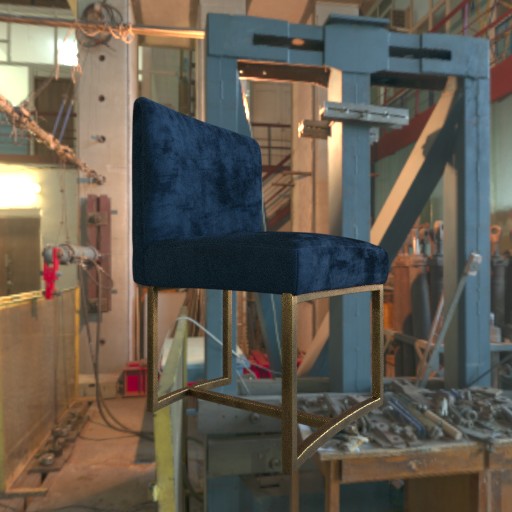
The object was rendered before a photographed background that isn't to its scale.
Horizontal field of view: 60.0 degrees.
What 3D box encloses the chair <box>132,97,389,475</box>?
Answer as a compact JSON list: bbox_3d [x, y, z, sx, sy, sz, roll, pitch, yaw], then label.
[{"bbox_3d":[0.000,0.000,1.180,0.560,0.824,0.530,0,0,35],"label":"chair"}]
